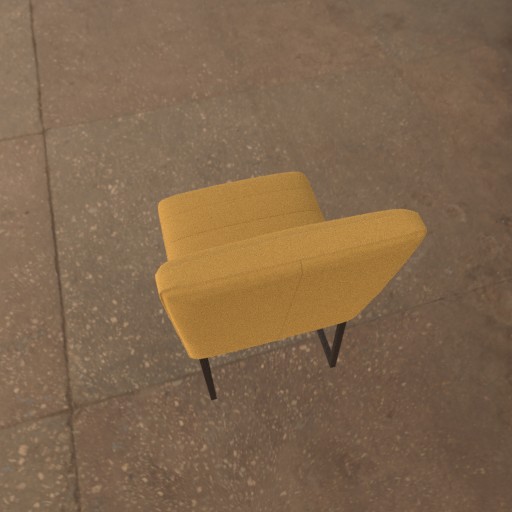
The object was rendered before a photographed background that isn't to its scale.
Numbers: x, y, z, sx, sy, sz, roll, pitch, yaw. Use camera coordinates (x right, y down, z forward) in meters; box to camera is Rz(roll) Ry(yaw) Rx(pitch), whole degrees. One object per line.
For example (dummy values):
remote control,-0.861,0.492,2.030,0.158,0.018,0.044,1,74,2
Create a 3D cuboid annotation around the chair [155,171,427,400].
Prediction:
chair,0.000,0.000,1.322,0.520,0.930,0.634,-13,59,-8
